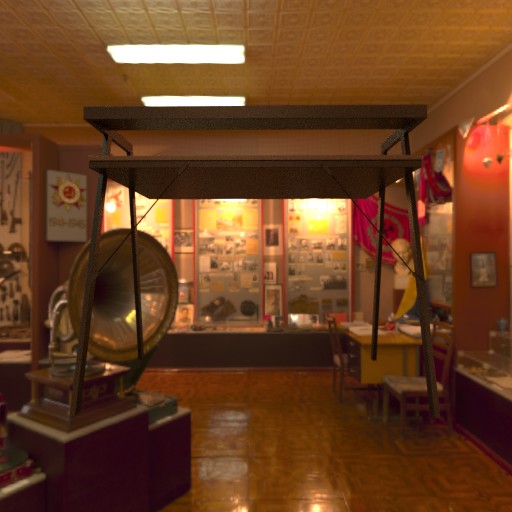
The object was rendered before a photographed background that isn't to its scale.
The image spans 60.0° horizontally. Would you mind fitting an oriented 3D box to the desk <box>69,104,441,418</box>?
[{"bbox_3d":[0.000,0.000,1.834,1.143,0.998,0.936,0,0,1],"label":"desk"}]
